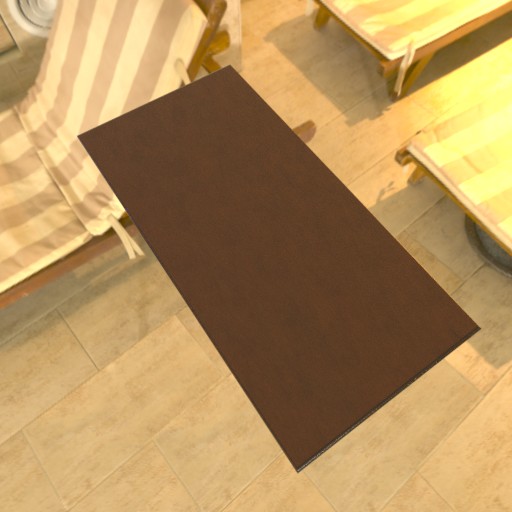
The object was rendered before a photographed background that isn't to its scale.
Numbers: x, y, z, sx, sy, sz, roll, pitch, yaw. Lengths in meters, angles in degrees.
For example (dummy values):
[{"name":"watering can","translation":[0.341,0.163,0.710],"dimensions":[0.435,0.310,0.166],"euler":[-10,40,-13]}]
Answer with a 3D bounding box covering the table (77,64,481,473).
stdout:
[{"name":"table","translation":[0.000,0.000,1.493],"dimensions":[0.594,0.459,1.197],"euler":[-31,67,-15]}]
